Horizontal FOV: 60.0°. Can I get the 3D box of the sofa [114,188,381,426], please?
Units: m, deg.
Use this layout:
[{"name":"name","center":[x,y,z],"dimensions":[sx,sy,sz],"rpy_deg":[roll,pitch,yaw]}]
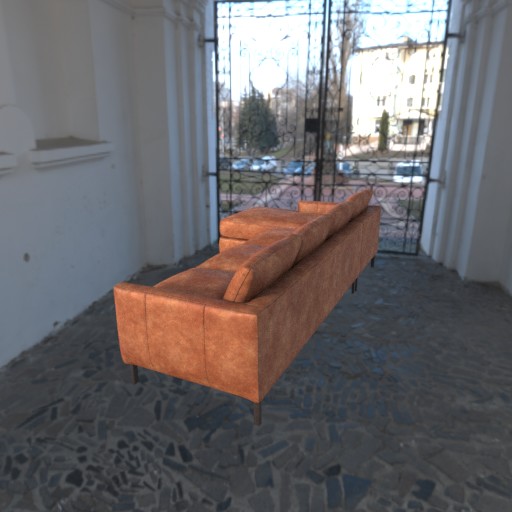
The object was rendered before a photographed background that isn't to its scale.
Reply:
[{"name":"sofa","center":[0.000,0.000,3.697],"dimensions":[1.471,0.859,2.993],"rpy_deg":[8,19,25]}]
